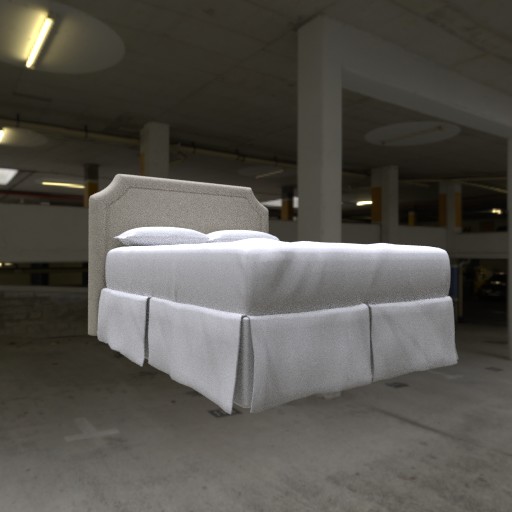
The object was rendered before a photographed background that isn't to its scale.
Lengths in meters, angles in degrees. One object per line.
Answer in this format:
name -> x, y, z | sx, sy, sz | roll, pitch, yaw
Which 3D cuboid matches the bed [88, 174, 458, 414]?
bed -> 0.000, 0.000, 3.048 | 1.693, 1.290, 2.116 | 0, 0, -36
